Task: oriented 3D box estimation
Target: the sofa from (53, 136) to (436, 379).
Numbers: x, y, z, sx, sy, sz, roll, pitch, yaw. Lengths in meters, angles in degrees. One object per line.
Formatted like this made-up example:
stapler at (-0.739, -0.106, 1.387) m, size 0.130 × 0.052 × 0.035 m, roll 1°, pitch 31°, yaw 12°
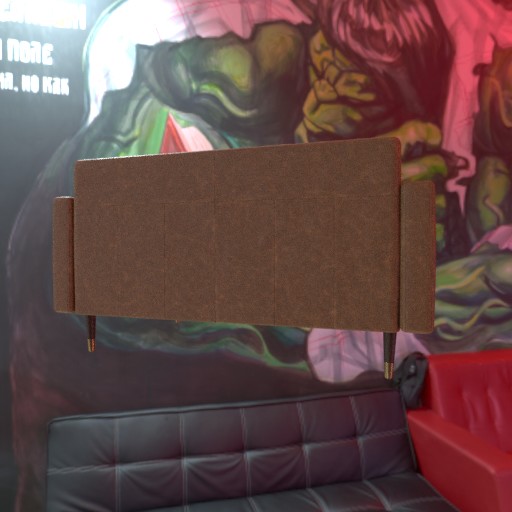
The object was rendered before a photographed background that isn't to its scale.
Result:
sofa at (0.000, 0.000, 2.095) m, size 1.549 × 0.820 × 0.960 m, roll 0°, pitch 1°, yaw 18°
